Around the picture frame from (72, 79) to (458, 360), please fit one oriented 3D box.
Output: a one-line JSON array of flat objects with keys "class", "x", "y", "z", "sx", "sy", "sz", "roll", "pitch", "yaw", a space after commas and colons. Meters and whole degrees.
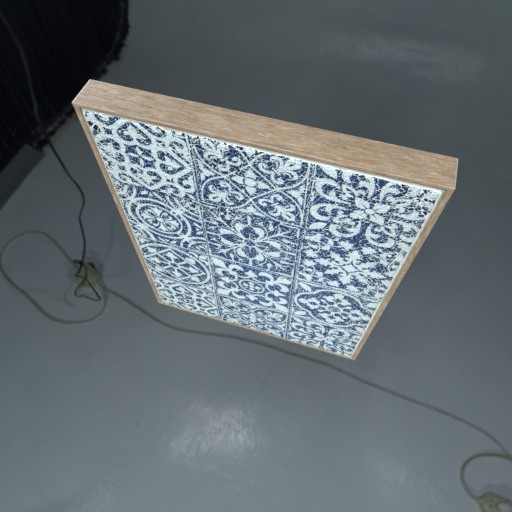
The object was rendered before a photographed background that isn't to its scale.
[{"class": "picture frame", "x": 0.000, "y": 0.000, "z": 0.705, "sx": 0.424, "sy": 0.526, "sz": 0.043, "roll": 15, "pitch": 60, "yaw": 9}]
